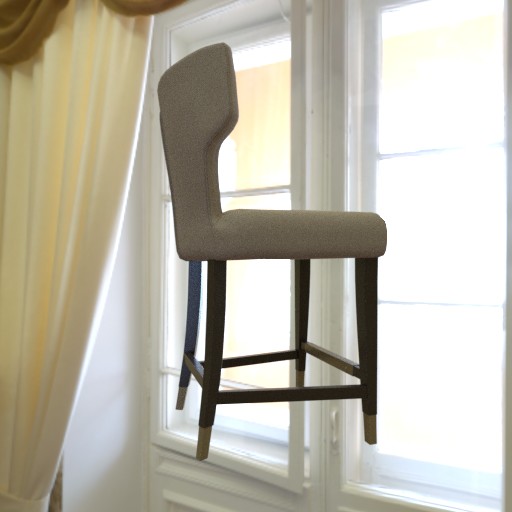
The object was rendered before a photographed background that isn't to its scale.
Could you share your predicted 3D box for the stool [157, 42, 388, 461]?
[{"bbox_3d":[0.000,0.000,1.303,0.563,0.982,0.527,0,1,-18],"label":"stool"}]
